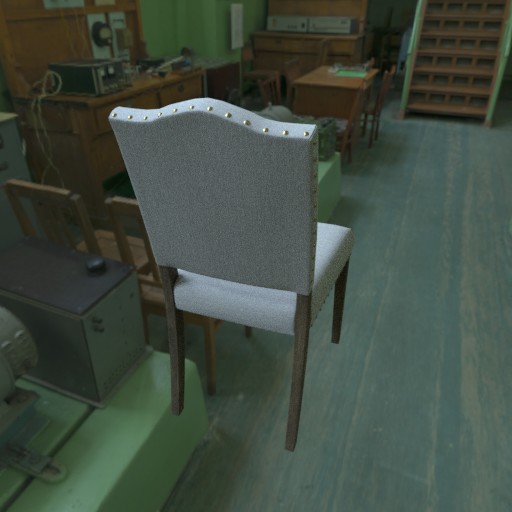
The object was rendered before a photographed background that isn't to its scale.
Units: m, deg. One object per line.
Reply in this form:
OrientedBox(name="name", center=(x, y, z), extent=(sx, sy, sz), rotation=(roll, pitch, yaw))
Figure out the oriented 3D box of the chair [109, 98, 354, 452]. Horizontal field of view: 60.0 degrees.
OrientedBox(name="chair", center=(0.000, 0.000, 1.331), extent=(0.508, 1.020, 0.620), rotation=(11, 33, 17))
